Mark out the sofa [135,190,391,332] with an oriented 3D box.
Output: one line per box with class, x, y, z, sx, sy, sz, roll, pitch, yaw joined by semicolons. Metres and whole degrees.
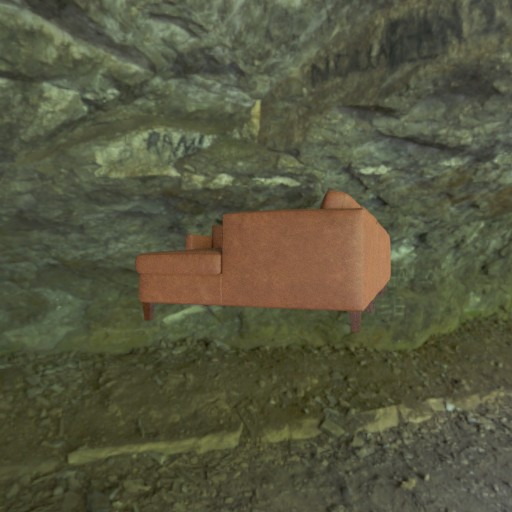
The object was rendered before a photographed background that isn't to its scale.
sofa;0.000;0.000;4.672;2.593;0.923;3.460;0;0;19
